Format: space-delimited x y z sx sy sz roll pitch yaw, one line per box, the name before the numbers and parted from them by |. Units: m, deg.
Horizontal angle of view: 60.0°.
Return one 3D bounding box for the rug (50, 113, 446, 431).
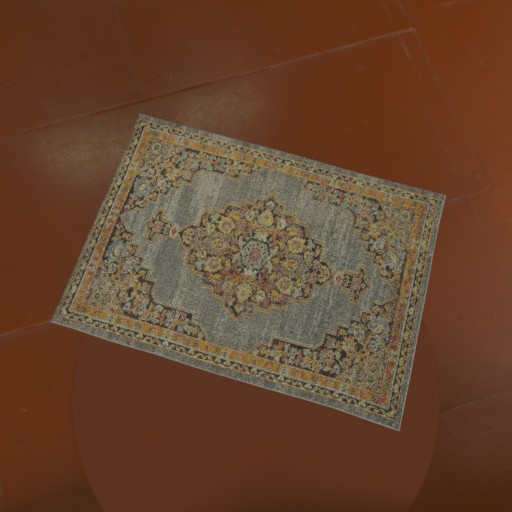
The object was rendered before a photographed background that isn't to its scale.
rug | 0.000 0.000 3.977 3.063 0.024 2.158 16 75 4
